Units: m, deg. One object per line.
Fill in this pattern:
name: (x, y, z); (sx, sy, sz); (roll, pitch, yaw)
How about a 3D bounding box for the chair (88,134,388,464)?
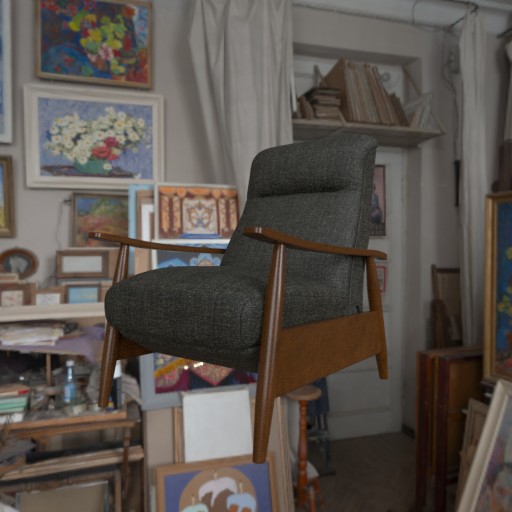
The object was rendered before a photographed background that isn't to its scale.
chair: (0.000, 0.000, 1.765); (0.762, 1.082, 1.014); (1, 1, 36)
